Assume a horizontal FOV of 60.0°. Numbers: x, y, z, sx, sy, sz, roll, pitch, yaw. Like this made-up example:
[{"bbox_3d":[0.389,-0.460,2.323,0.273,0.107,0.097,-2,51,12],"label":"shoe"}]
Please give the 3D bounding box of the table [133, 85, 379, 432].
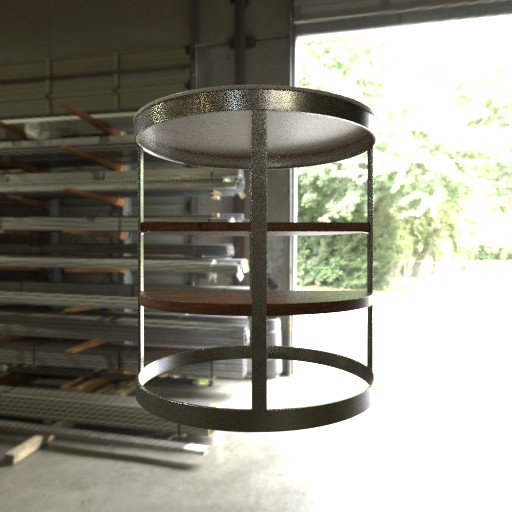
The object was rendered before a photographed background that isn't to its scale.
[{"bbox_3d":[0.000,0.000,0.764,0.407,0.447,0.407,0,0,0],"label":"table"}]
